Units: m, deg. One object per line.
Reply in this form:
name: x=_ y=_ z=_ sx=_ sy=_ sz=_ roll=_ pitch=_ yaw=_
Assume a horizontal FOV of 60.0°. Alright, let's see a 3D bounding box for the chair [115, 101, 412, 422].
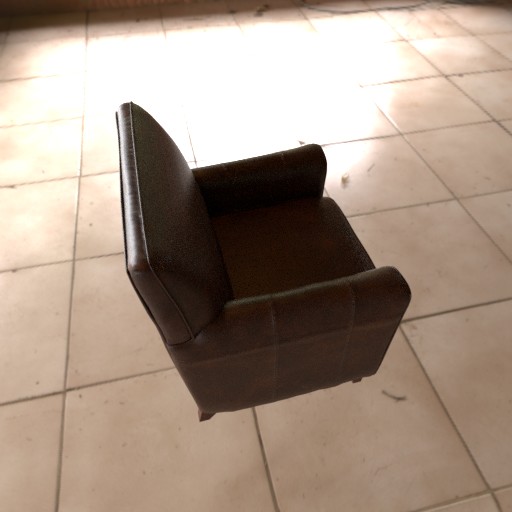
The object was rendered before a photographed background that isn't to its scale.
chair: x=0.000 y=0.000 z=1.673 sx=0.823 sy=0.943 sz=0.870 roll=-10 pitch=47 yaw=-10
